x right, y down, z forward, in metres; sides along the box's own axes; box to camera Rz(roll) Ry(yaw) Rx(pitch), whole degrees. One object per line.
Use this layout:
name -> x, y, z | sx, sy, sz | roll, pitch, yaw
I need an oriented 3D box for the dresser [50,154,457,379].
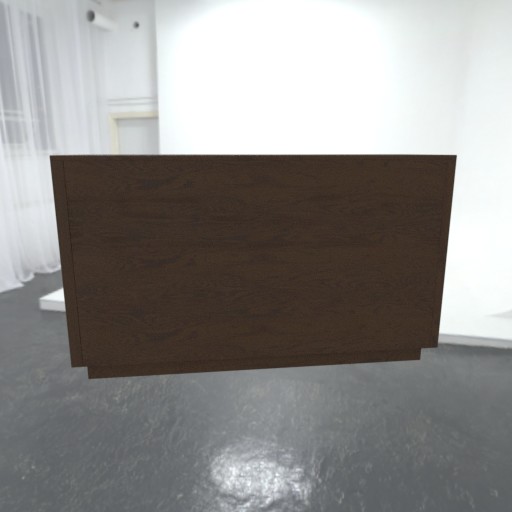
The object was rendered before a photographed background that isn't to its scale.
dresser -> 0.000, 0.000, 1.993 | 1.523, 0.889, 0.512 | -2, 13, -7
